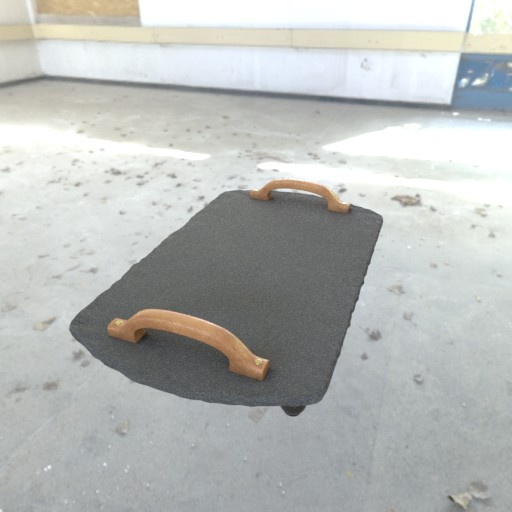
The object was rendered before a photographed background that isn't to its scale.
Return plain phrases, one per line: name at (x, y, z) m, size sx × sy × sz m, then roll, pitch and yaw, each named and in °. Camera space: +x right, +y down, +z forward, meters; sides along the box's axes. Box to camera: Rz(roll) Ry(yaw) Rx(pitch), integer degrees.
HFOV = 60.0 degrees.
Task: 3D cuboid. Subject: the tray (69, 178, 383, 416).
tray at (0.000, 0.000, 0.474) m, size 0.231 × 0.062 × 0.387 m, roll 11°, pitch 32°, yaw 18°
